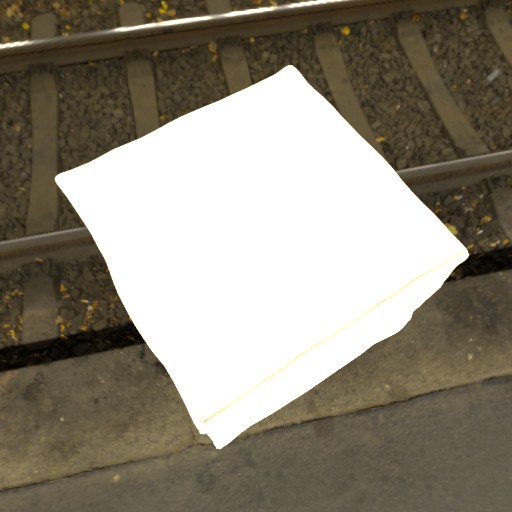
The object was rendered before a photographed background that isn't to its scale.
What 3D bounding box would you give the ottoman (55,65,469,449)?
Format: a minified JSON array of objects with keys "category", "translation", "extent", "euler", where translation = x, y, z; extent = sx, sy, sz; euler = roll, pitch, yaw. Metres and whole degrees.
[{"category":"ottoman","translation":[0.000,0.000,1.172],"extent":[0.696,0.470,0.707],"euler":[-30,68,-14]}]
